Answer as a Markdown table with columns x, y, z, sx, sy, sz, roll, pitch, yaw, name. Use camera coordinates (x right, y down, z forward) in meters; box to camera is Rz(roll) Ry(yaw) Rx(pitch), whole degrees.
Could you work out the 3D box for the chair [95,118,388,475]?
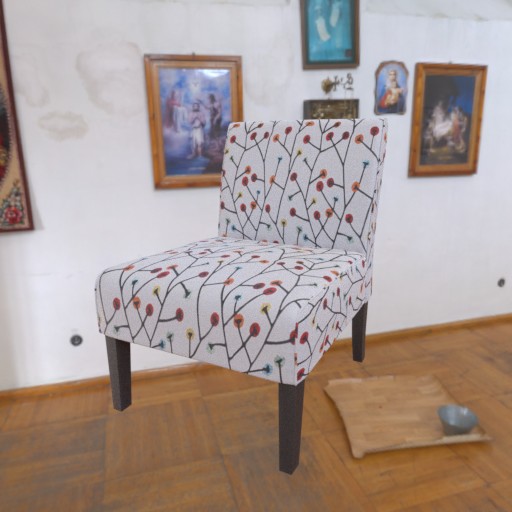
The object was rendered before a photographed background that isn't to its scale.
| x | y | z | sx | sy | sz | roll | pitch | yaw | name |
| --- | --- | --- | --- | --- | --- | --- | --- | --- | --- |
| 0.000 | 0.000 | 1.328 | 0.597 | 0.813 | 0.732 | 7 | 16 | 27 | chair |
